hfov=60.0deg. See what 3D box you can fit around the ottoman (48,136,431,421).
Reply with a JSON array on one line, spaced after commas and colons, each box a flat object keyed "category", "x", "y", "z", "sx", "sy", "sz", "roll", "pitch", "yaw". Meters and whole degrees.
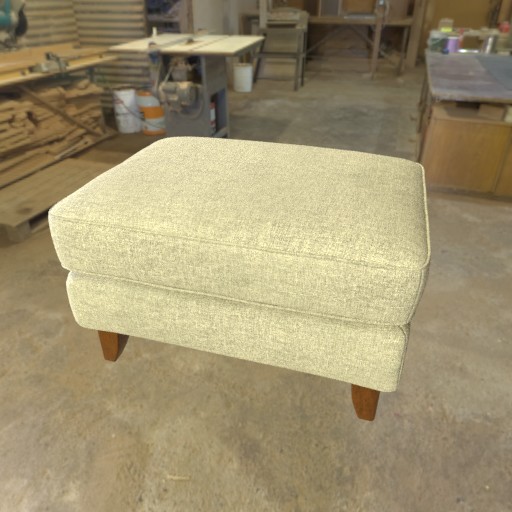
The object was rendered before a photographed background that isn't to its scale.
[{"category": "ottoman", "x": 0.000, "y": 0.000, "z": 1.303, "sx": 0.889, "sy": 0.561, "sz": 0.661, "roll": 9, "pitch": 32, "yaw": 14}]
